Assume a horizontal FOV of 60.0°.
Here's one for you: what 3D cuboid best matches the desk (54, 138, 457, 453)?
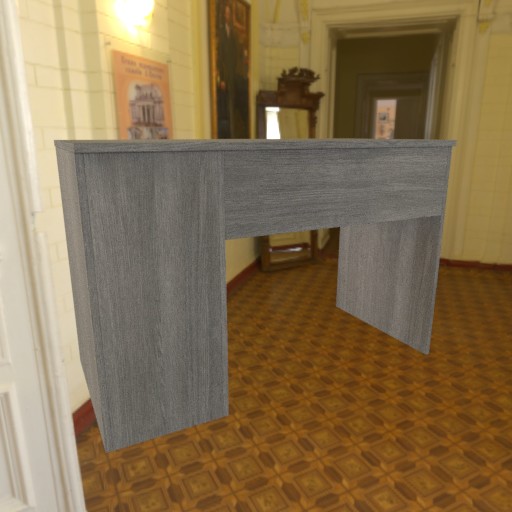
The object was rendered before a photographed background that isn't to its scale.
[{"bbox_3d":[0.000,0.000,1.451,1.097,0.735,0.560,-8,17,-26],"label":"desk"}]
